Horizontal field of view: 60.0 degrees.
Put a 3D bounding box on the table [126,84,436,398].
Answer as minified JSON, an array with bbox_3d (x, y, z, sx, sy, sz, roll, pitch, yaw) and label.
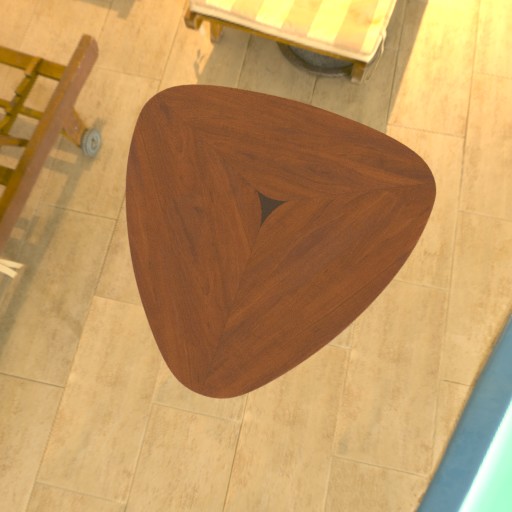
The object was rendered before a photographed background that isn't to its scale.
[{"bbox_3d":[0.000,0.000,1.337,0.833,0.413,0.821,18,76,4],"label":"table"}]
